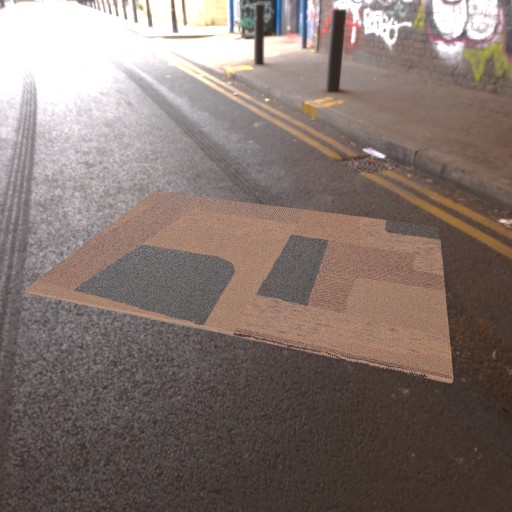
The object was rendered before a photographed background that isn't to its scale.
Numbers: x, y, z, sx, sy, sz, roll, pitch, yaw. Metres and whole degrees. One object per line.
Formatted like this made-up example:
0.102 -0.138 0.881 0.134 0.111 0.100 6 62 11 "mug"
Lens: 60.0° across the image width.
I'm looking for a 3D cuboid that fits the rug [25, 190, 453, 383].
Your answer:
0.000 0.000 2.306 1.847 0.020 1.238 9 32 15 "rug"
